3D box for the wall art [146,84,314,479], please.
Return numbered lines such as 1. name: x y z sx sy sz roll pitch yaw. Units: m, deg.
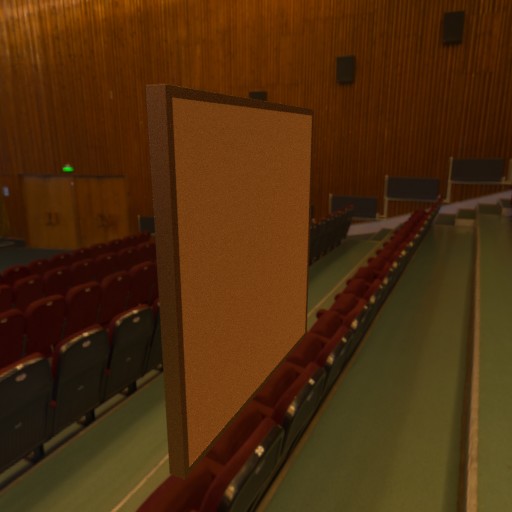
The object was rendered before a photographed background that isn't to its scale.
1. wall art: 0.000 0.000 1.151 0.038 0.762 0.762 7 17 24
